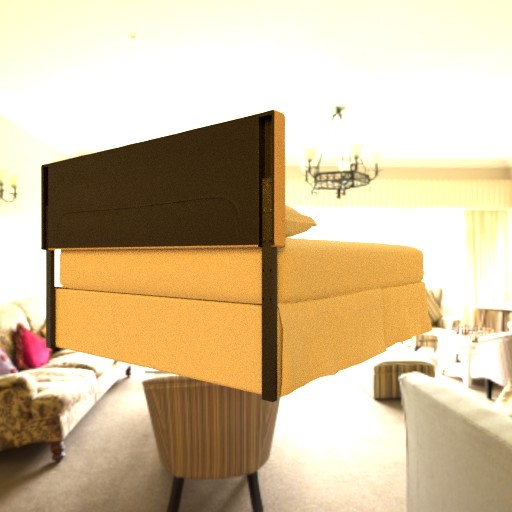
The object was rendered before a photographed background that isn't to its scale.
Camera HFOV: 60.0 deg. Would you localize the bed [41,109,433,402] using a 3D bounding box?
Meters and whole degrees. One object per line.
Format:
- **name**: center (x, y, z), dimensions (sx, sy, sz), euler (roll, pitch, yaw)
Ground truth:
- **bed**: center (0.000, 0.000, 2.736), dimensions (1.616, 1.016, 1.876), euler (0, 0, 37)
